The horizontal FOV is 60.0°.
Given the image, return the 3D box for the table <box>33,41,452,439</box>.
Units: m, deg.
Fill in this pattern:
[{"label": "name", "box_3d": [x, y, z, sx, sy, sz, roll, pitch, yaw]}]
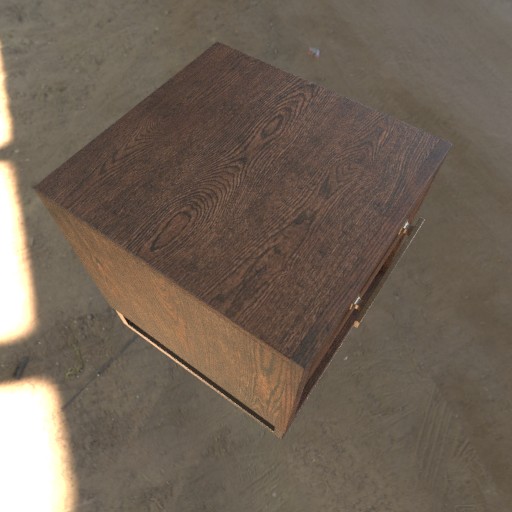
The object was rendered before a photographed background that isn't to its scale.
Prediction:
[{"label": "table", "box_3d": [0.000, 0.000, 1.016, 0.566, 0.582, 0.506, 31, 63, 18]}]
